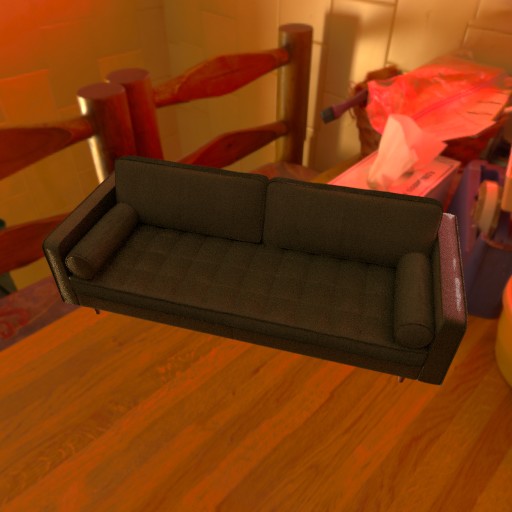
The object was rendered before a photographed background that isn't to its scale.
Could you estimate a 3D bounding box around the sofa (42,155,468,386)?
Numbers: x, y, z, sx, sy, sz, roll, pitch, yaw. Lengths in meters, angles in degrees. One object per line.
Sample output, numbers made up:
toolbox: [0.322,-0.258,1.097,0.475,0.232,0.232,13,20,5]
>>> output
sofa: [0.000,0.000,2.608,2.199,0.769,0.918,10,42,12]
